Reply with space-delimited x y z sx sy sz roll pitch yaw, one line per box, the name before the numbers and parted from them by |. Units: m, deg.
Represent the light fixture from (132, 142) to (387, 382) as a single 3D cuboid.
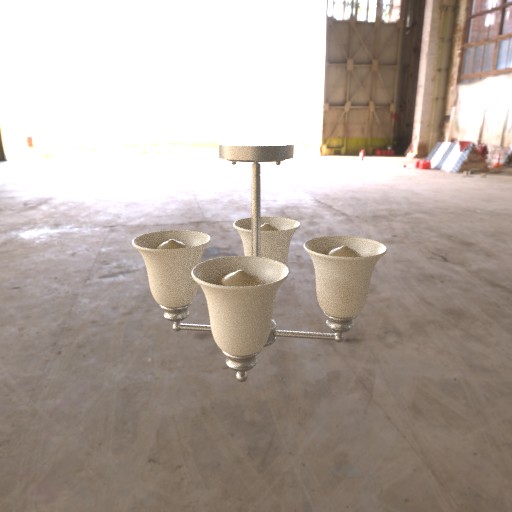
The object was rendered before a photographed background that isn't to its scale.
light fixture | 0.000 0.000 0.753 0.427 0.370 0.427 2 17 8
